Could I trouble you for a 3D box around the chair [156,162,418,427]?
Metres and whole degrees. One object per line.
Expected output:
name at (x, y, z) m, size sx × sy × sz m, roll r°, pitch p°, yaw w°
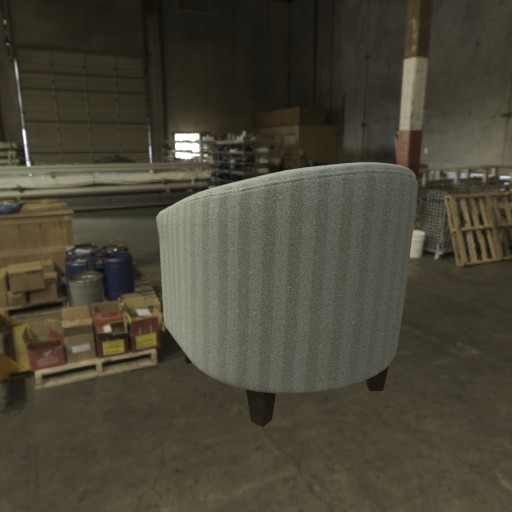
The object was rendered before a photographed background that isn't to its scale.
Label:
chair at (0.000, 0.000, 1.742) m, size 0.756 × 0.757 × 1.288 m, roll -7°, pitch 15°, yaw -25°
